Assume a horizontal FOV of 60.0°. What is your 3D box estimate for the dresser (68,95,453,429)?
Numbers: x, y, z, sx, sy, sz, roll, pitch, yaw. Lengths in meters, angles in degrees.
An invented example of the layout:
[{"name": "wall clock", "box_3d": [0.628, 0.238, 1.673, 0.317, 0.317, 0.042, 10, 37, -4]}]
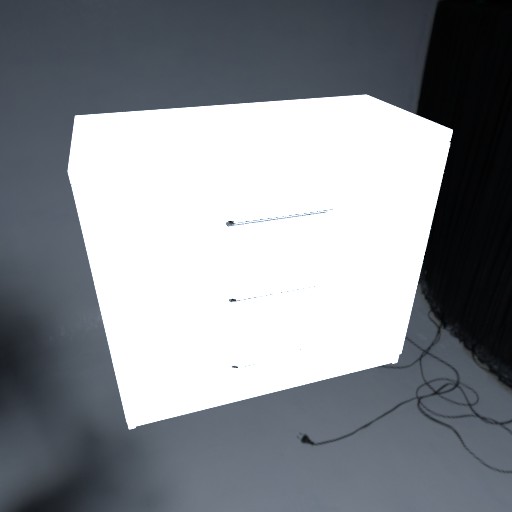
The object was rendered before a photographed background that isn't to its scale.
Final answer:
[{"name": "dresser", "box_3d": [0.000, 0.000, 1.252, 0.830, 0.740, 0.420, -9, 33, -15]}]
